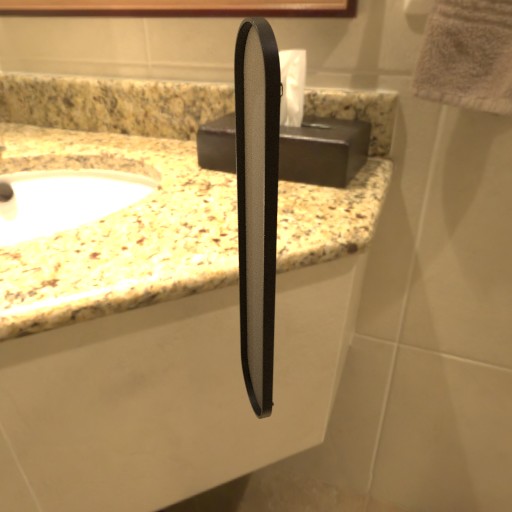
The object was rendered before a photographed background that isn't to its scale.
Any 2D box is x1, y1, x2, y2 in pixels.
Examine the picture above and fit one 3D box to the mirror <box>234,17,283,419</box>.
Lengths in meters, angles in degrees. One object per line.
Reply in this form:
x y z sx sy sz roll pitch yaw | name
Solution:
0.000 0.000 1.045 0.032 0.991 0.222 -8 31 -14 | mirror
